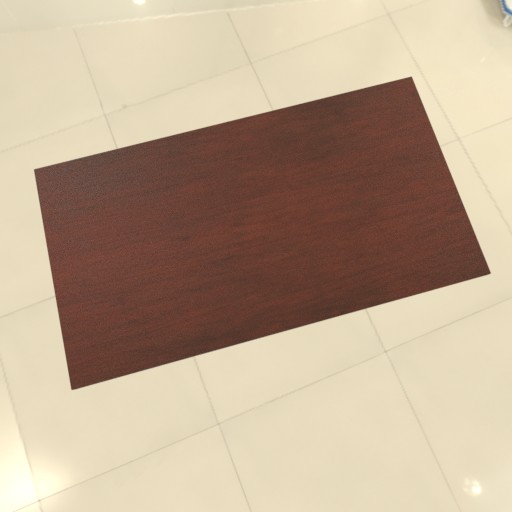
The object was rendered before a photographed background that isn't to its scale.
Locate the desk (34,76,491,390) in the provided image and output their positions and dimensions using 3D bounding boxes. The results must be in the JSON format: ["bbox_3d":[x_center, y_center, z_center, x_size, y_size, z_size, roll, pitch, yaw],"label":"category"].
[{"bbox_3d":[0.000,0.000,1.446,1.001,0.762,0.549,-15,77,-3],"label":"desk"}]
